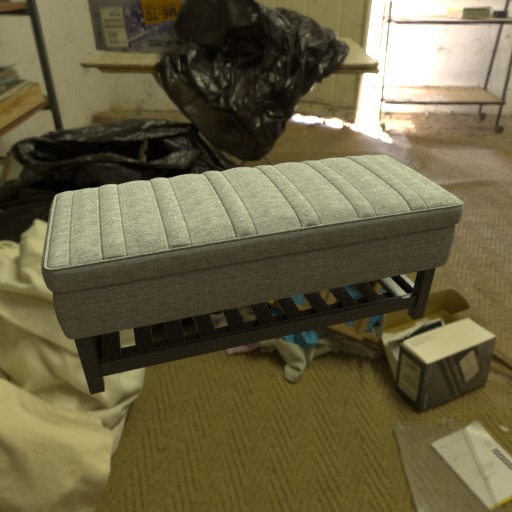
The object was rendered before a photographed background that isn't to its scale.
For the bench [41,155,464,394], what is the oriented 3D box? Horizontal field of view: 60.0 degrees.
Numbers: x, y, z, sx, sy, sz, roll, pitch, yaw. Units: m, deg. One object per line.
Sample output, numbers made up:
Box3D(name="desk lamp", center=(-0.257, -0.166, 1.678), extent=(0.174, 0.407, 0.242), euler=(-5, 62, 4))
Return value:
Box3D(name="bench", center=(0.000, 0.000, 1.338), extent=(1.100, 0.470, 0.429), euler=(-10, 34, -15))
